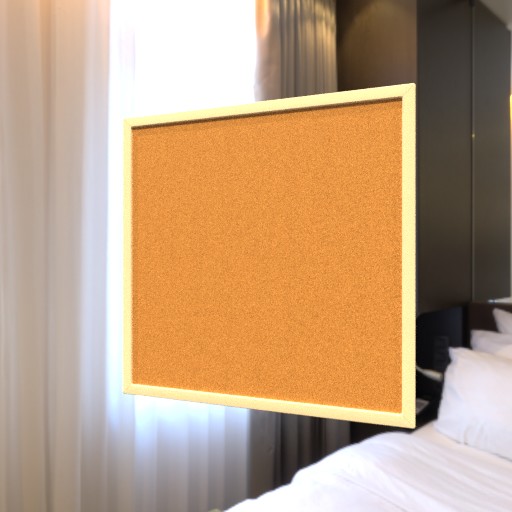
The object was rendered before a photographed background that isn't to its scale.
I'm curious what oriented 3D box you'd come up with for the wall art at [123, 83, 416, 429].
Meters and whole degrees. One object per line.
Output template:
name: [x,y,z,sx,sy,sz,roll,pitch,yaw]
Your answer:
wall art: [0.000,0.000,0.751,0.508,0.508,0.038,0,0,19]
